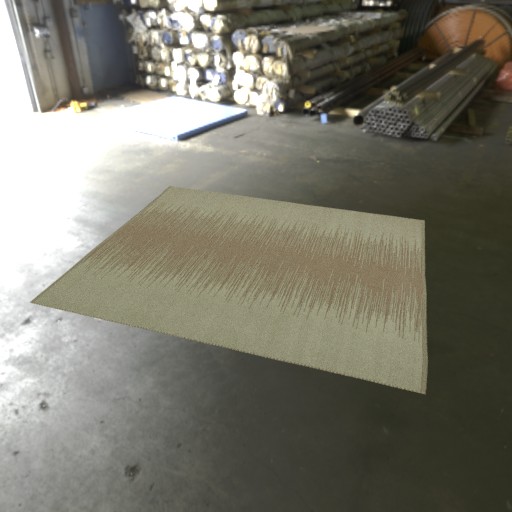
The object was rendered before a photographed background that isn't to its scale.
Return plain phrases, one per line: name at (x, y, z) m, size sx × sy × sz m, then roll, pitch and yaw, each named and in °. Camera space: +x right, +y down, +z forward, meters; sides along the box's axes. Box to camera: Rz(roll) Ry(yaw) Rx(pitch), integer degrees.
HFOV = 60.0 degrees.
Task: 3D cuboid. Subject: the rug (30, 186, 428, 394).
rug at (0.000, 0.000, 4.151) m, size 3.048 × 0.013 × 2.438 m, roll 10°, pitch 34°, yaw 15°
